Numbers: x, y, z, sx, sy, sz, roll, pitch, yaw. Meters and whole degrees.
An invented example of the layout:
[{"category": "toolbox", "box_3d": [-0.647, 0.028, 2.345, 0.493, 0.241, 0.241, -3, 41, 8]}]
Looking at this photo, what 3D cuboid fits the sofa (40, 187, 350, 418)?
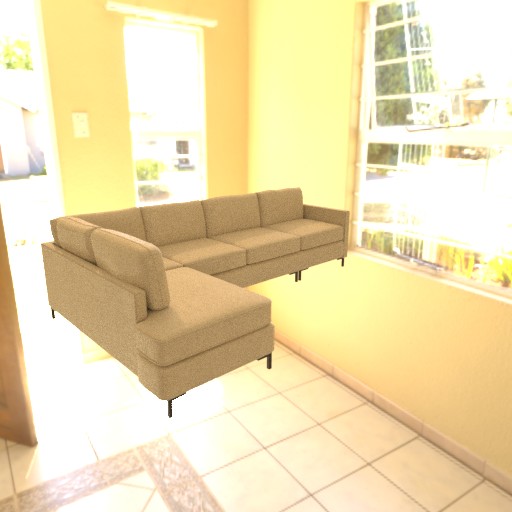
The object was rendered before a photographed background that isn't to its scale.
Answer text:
[{"category": "sofa", "box_3d": [0.000, 0.000, 4.327, 3.384, 0.996, 2.048, -14, 21, -41]}]
